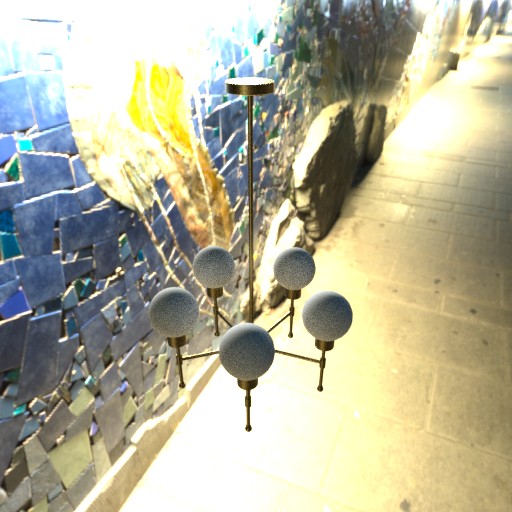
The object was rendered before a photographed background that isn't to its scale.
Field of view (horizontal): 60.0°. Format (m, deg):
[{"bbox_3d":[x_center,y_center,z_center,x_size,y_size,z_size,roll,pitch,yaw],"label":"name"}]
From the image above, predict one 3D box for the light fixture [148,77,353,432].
[{"bbox_3d":[0.000,0.000,1.788,0.815,1.331,0.785,21,35,33],"label":"light fixture"}]
